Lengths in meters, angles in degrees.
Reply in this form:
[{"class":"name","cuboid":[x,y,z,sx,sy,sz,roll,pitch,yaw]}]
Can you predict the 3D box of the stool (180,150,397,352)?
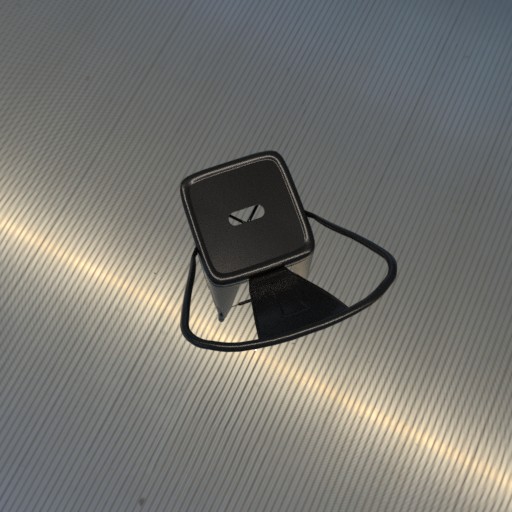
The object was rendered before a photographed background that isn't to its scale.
[{"class":"stool","cuboid":[0.000,0.000,1.283,0.399,1.096,0.513,-19,79,-4]}]
